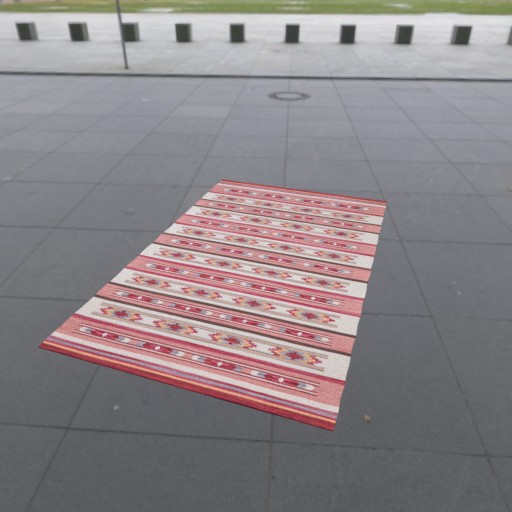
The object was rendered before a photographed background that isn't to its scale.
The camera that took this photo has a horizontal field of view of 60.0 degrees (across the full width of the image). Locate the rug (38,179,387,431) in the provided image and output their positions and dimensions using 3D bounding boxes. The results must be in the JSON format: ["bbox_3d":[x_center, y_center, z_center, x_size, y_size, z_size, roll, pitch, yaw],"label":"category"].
[{"bbox_3d":[0.000,0.000,3.038,1.535,0.010,2.431,10,33,16],"label":"rug"}]
